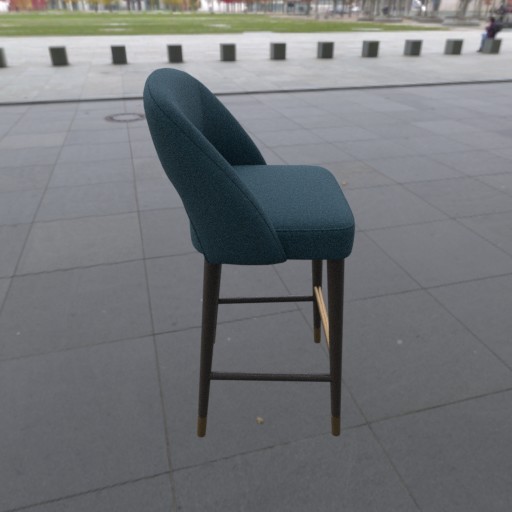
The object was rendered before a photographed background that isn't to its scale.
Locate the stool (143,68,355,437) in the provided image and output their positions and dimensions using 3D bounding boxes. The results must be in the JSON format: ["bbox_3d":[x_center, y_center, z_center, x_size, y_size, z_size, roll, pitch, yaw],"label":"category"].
[{"bbox_3d":[0.000,0.000,1.324,0.522,1.032,0.536,0,29,-1],"label":"stool"}]
